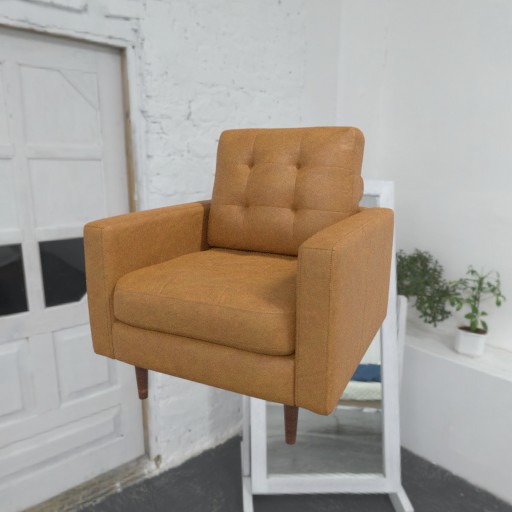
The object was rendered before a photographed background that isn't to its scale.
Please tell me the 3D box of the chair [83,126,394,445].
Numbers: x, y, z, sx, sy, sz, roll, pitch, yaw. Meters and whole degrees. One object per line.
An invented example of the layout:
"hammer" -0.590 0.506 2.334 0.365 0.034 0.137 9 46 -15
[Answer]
"chair" 0.000 0.000 1.560 0.831 0.896 0.868 6 14 25
